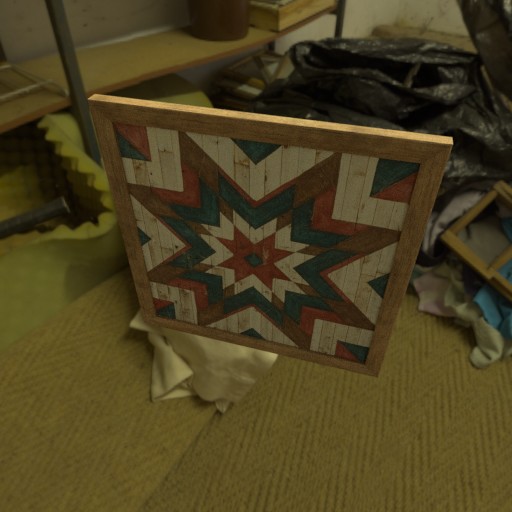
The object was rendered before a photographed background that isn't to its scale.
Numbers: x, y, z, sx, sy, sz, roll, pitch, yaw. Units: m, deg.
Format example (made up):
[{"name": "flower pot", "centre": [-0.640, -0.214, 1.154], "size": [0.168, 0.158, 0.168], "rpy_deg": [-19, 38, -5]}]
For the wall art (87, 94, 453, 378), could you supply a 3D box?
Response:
[{"name": "wall art", "centre": [0.000, 0.000, 1.053], "size": [0.695, 0.691, 0.029], "rpy_deg": [11, 43, 12]}]
